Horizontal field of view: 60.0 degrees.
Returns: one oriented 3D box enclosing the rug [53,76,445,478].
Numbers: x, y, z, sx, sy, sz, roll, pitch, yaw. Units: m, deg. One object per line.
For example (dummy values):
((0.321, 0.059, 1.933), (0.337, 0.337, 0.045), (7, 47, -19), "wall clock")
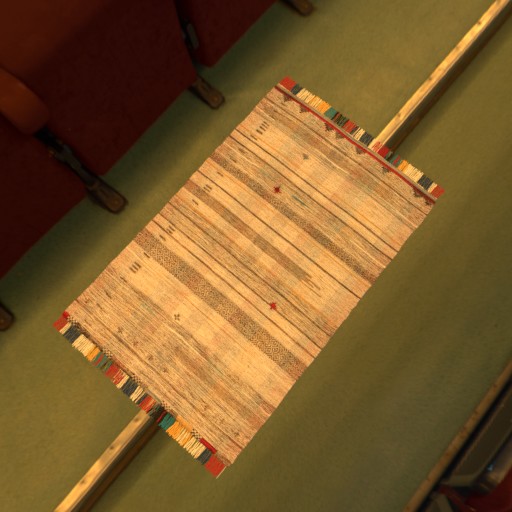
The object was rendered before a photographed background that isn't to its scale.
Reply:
((0.000, 0.000, 3.013), (1.465, 0.012, 2.465), (39, 80, 8), "rug")
